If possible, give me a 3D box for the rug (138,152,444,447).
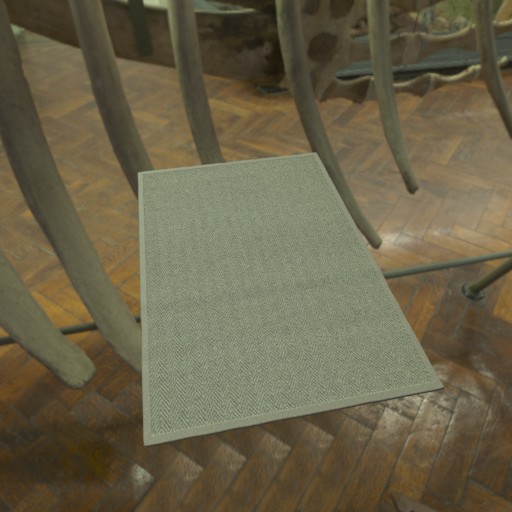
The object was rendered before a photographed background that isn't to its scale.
[{"bbox_3d":[0.000,0.000,2.985,1.540,0.021,2.290,-8,46,-8],"label":"rug"}]
